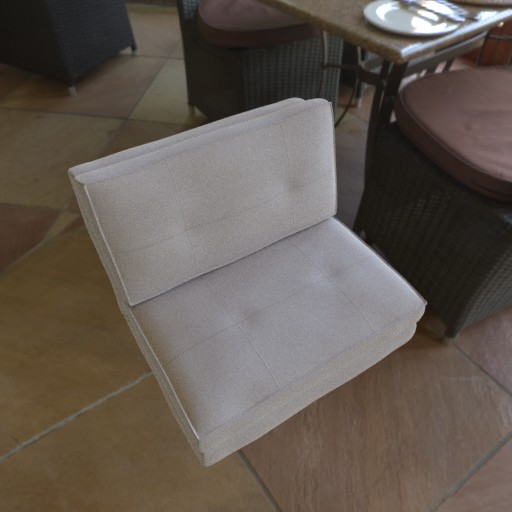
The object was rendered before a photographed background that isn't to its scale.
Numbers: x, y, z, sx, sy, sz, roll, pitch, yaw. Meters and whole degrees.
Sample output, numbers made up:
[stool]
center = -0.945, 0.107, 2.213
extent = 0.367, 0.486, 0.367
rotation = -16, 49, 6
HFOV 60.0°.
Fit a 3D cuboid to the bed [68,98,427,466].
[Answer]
[bed]
center = 0.000, 0.000, 1.326
extent = 0.799, 0.614, 0.749
rotation = -25, 51, -21
